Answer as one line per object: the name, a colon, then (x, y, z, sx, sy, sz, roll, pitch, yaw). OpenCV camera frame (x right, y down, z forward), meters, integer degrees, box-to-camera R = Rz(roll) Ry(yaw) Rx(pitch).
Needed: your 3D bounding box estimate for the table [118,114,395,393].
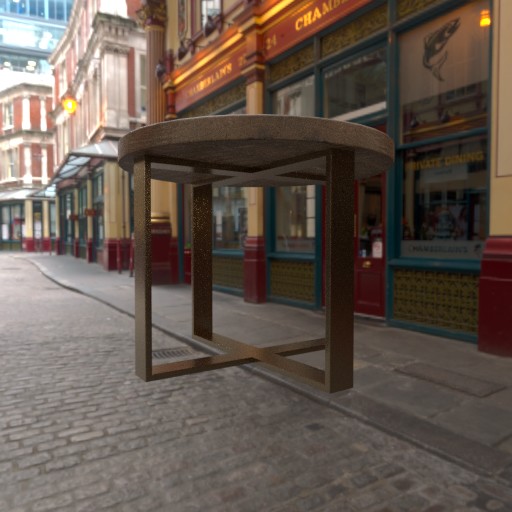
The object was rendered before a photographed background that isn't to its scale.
table: (0.000, 0.000, 0.942, 0.557, 0.437, 0.557, 0, 2, 0)
